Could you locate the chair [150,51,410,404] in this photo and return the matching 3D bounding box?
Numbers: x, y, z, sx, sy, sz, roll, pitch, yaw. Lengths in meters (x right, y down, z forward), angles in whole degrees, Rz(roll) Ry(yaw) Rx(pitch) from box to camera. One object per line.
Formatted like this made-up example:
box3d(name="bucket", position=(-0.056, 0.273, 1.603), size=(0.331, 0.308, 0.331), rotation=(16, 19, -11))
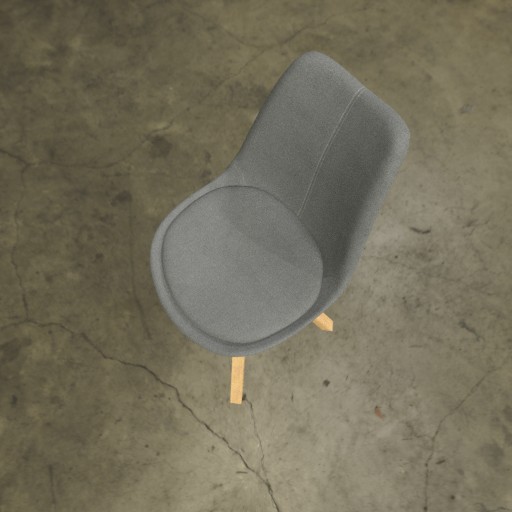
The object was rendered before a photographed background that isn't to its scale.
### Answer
box3d(name="chair", position=(0.000, 0.000, 1.179), size=(0.549, 0.863, 0.474), rotation=(-34, 68, -16))
